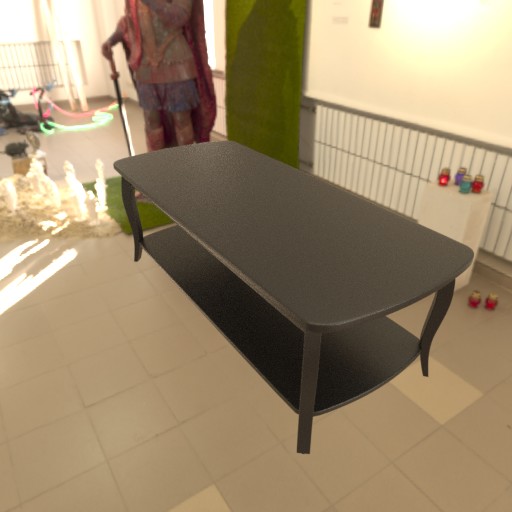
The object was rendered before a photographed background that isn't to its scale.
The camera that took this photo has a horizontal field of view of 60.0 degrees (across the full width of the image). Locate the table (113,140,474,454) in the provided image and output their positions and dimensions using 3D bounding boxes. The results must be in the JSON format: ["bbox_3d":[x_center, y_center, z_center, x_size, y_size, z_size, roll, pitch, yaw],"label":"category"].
[{"bbox_3d":[0.000,0.000,1.588,0.571,0.457,1.333,-19,35,-29],"label":"table"}]
